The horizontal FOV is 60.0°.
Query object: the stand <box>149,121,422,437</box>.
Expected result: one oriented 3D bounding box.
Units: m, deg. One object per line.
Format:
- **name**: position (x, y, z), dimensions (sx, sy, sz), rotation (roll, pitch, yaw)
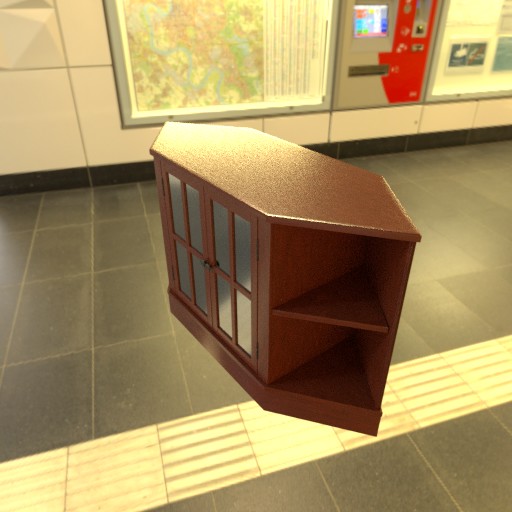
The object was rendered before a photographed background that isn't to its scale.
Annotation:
- **stand**: position (0.000, 0.000, 1.386), dimensions (0.381, 0.614, 1.072), rotation (-21, 37, -31)
